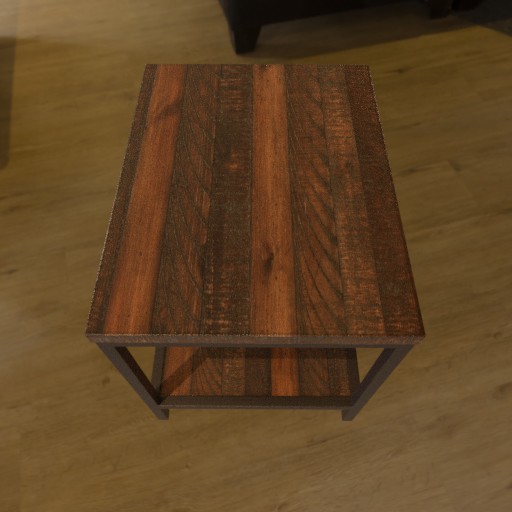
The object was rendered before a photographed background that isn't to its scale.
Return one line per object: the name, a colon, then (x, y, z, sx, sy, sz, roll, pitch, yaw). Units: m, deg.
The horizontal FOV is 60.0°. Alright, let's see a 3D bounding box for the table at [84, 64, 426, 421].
table: (0.000, 0.000, 1.117, 0.524, 0.612, 0.678, 0, 58, 0)
